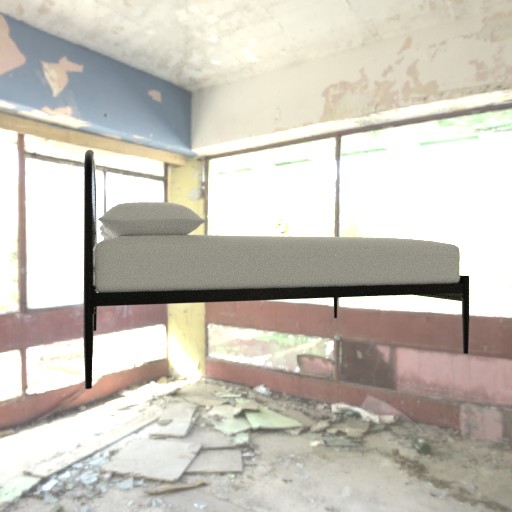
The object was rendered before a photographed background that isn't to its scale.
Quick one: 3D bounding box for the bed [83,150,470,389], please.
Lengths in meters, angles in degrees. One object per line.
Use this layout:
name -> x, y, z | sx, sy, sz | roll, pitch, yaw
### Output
bed -> 0.000, 0.000, 3.053 | 2.159, 1.166, 1.618 | 0, 0, -19
